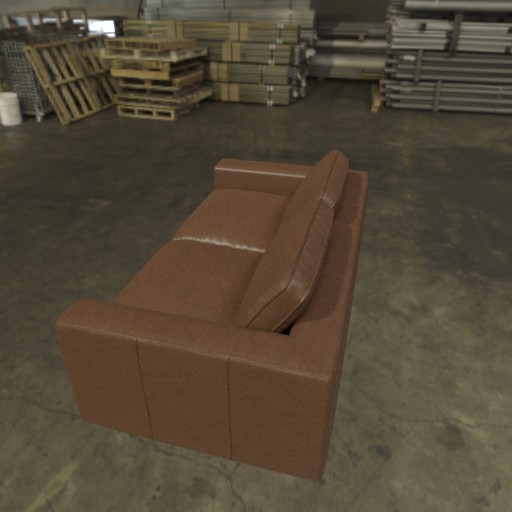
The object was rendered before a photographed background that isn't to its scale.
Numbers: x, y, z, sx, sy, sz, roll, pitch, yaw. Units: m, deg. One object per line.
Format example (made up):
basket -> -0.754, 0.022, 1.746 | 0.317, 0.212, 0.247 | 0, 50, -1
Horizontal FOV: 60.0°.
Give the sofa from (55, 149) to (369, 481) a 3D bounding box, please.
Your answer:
sofa -> 0.000, 0.000, 2.382 | 1.070, 0.800, 1.920 | 8, 32, 13
